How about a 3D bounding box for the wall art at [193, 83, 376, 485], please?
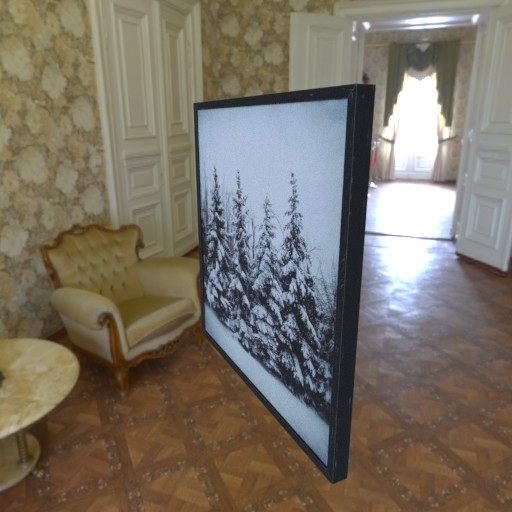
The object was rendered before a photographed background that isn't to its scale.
[{"bbox_3d":[0.000,0.000,1.122,0.037,0.761,0.761,-8,19,-26],"label":"wall art"}]
